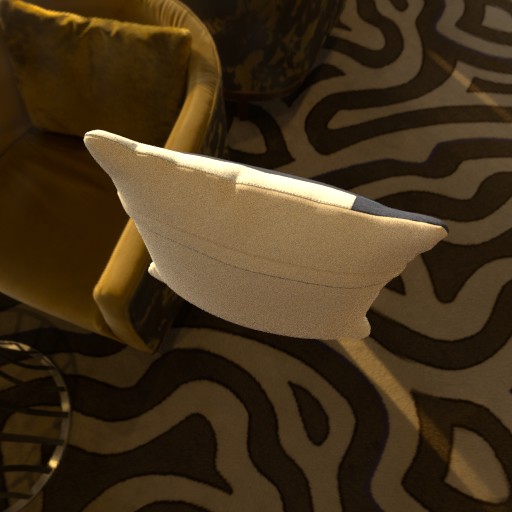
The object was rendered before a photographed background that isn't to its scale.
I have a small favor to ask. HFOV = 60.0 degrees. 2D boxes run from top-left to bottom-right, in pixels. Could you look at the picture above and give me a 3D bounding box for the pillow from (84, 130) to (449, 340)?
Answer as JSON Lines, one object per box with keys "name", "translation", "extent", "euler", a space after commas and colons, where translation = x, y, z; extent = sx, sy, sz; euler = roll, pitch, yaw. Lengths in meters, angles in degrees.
{"name": "pillow", "translation": [0.000, 0.000, 0.812], "extent": [0.536, 0.506, 0.229], "euler": [15, 66, 7]}
